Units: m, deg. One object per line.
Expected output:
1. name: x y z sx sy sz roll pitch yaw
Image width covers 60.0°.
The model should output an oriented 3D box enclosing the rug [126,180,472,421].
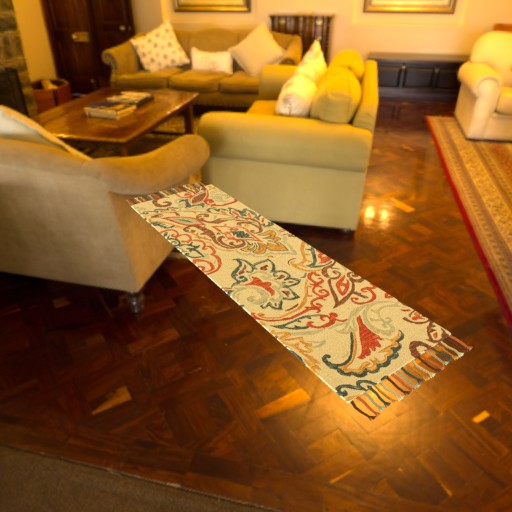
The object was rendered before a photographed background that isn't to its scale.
1. rug: 0.000 0.000 2.961 0.763 0.015 2.682 -21 38 -30
